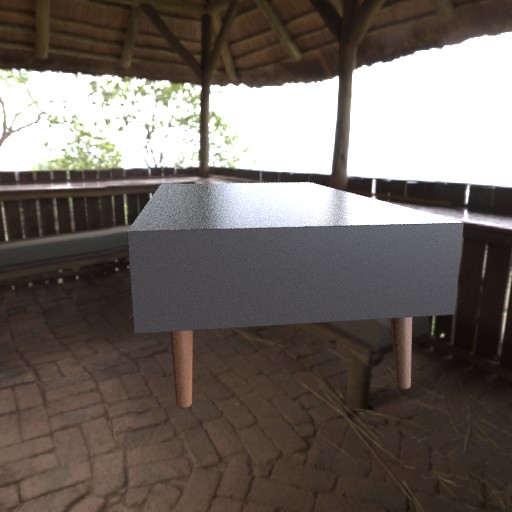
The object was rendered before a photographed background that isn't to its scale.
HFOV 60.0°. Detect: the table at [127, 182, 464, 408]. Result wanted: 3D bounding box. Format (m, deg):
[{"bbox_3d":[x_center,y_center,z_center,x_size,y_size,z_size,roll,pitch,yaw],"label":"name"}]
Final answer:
[{"bbox_3d":[0.000,0.000,1.507,0.703,0.404,1.201,-2,14,-9],"label":"table"}]
